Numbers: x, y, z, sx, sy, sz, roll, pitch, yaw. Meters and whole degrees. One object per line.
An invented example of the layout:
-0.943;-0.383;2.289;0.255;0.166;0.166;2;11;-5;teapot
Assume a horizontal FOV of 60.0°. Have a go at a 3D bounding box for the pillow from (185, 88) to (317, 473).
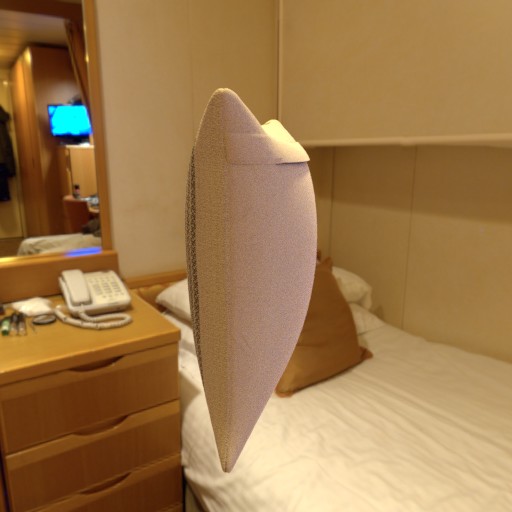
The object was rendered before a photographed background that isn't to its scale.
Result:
0.000;0.000;0.640;0.173;0.406;0.405;2;13;9;pillow
